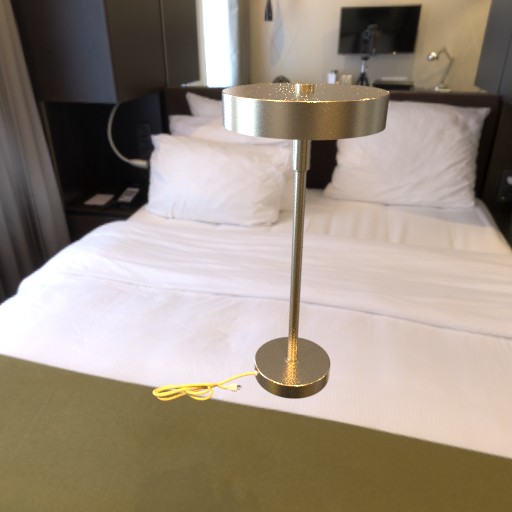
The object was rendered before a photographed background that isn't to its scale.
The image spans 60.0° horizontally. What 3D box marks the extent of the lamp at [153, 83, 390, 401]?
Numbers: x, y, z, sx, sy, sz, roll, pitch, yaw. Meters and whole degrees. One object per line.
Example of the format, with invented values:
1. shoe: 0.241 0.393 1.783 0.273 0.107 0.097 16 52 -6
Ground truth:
1. lamp: 0.000 0.000 0.704 0.369 0.508 0.229 -8 27 -16
